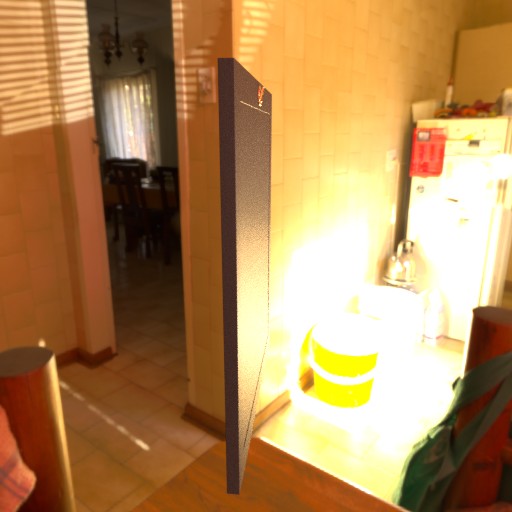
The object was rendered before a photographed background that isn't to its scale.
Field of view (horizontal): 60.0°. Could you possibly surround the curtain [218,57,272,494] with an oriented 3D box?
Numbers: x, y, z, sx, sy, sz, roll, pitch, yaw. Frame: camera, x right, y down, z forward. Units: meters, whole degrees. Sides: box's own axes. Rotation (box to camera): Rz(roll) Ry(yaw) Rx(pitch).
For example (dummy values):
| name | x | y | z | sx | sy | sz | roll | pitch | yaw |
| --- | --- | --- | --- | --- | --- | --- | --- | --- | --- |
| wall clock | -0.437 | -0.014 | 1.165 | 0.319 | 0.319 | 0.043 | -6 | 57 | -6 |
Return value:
| name | x | y | z | sx | sy | sz | roll | pitch | yaw |
| --- | --- | --- | --- | --- | --- | --- | --- | --- | --- |
| curtain | 0.000 | 0.000 | 0.796 | 0.027 | 0.585 | 0.483 | 2 | 16 | 7 |
